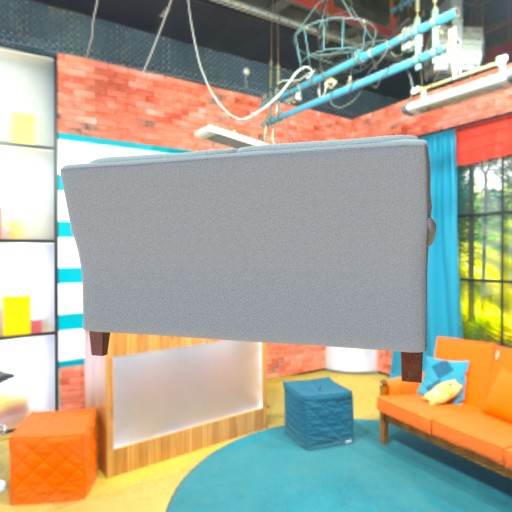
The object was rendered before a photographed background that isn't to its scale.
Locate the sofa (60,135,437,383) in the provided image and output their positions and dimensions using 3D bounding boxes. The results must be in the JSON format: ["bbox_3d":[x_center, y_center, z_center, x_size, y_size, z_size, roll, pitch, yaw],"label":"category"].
[{"bbox_3d":[0.000,0.000,2.509,1.853,1.101,1.084,0,1,18],"label":"sofa"}]
